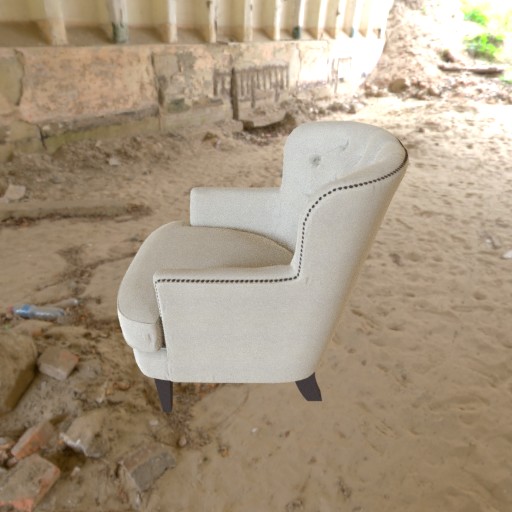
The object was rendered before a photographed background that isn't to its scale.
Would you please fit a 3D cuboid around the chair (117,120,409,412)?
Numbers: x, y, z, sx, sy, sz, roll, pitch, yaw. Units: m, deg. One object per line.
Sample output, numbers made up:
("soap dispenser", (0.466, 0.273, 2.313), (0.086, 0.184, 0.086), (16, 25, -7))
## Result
("chair", (0.000, 0.000, 1.593), (0.906, 0.868, 0.848), (0, 27, 0))
